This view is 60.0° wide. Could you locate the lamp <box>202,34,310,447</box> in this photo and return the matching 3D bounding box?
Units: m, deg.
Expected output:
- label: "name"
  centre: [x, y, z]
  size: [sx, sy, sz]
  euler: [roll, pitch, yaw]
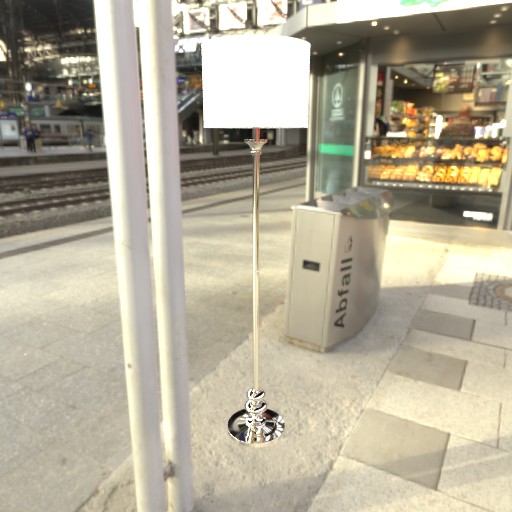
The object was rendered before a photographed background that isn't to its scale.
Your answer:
- label: "lamp"
  centre: [0.000, 0.000, 1.652]
  size: [0.356, 1.487, 0.356]
  euler: [8, 17, 27]
